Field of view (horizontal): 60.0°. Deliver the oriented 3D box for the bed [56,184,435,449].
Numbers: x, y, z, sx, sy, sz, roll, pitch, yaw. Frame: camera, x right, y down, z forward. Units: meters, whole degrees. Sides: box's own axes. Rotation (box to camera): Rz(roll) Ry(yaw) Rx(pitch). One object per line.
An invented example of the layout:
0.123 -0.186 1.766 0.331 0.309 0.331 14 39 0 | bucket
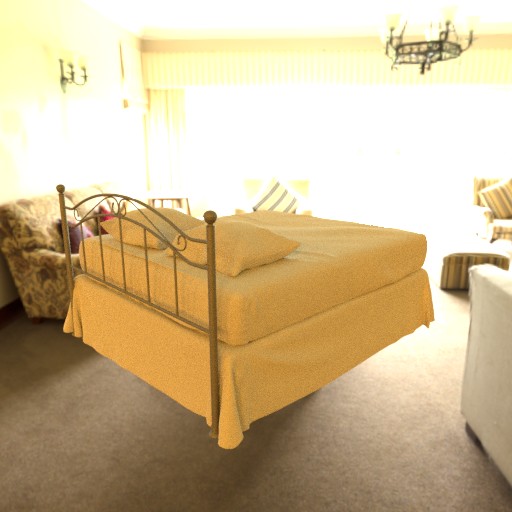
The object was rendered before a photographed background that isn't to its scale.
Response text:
0.000 0.000 3.253 2.215 1.080 1.936 -14 20 -43 | bed
